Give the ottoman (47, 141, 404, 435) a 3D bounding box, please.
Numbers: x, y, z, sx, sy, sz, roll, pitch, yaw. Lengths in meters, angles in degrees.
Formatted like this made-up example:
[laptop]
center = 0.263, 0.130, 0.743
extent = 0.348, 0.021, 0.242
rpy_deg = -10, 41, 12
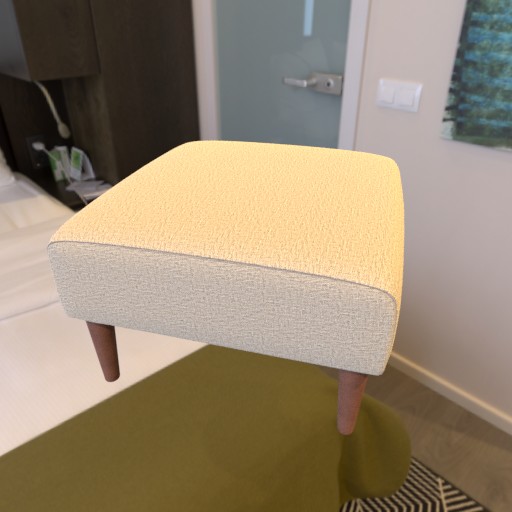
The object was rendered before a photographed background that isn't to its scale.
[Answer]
[ottoman]
center = 0.000, 0.000, 1.066
extent = 0.649, 0.398, 0.650
rpy_deg = 8, 31, 13
